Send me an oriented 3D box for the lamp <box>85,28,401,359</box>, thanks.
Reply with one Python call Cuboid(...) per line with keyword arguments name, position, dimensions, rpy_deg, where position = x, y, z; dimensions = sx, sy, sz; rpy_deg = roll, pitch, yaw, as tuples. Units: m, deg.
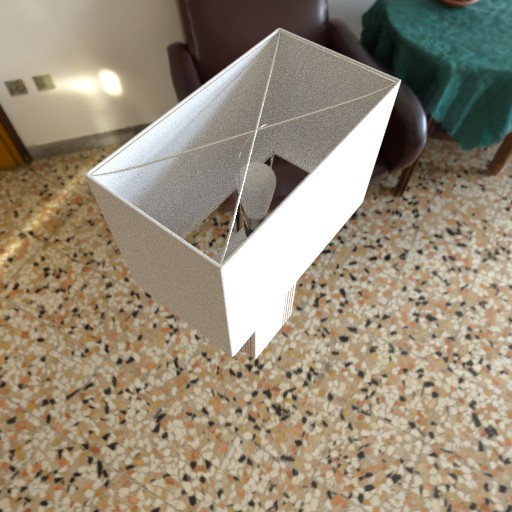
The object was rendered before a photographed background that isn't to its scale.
Cuboid(name="lamp", position=(0.000, 0.000, 0.715), dimensions=(0.182, 0.543, 0.334), rpy_deg=(33, 63, 19))
